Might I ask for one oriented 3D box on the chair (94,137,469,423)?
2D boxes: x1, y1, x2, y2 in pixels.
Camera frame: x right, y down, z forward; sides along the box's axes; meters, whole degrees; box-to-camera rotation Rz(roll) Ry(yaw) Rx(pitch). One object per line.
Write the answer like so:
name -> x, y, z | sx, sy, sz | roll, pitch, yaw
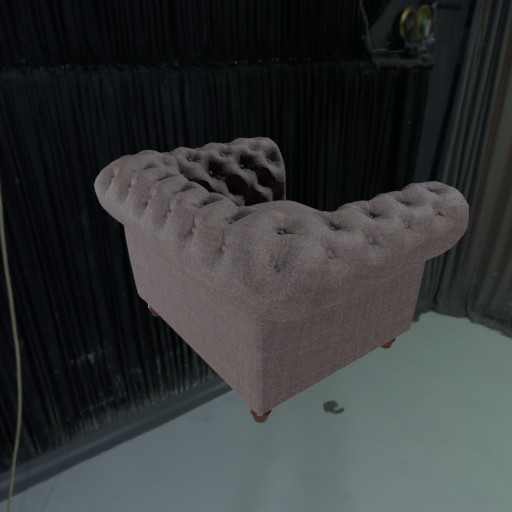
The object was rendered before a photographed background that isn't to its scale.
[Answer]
chair -> 0.000, 0.000, 1.875 | 0.945, 0.780, 1.298 | -18, 32, -33
